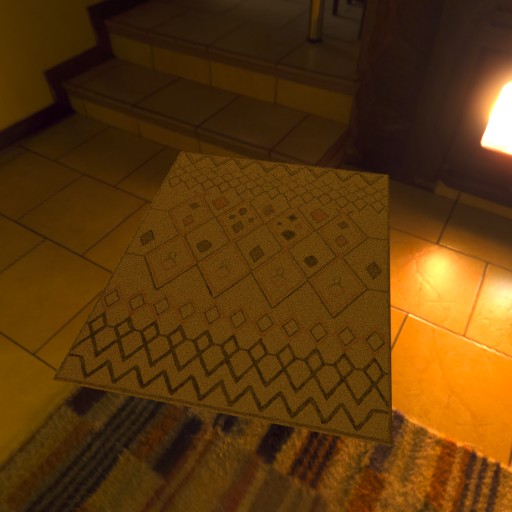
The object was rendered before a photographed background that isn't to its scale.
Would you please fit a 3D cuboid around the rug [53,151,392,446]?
[{"bbox_3d":[0.000,0.000,4.116,2.441,0.016,3.050,8,47,8],"label":"rug"}]
